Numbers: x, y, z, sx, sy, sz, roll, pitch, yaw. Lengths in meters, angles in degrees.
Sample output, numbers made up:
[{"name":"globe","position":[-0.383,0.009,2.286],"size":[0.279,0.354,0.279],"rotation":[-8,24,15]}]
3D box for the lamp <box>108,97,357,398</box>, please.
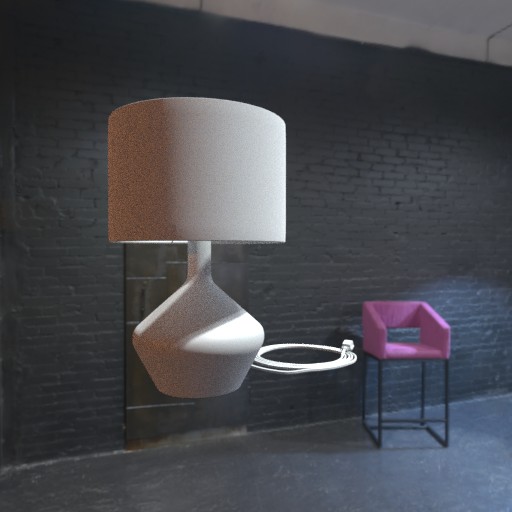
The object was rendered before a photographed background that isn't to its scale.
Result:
[{"name":"lamp","position":[0.000,0.000,0.867],"size":[0.546,0.457,0.401],"rotation":[0,1,-18]}]
